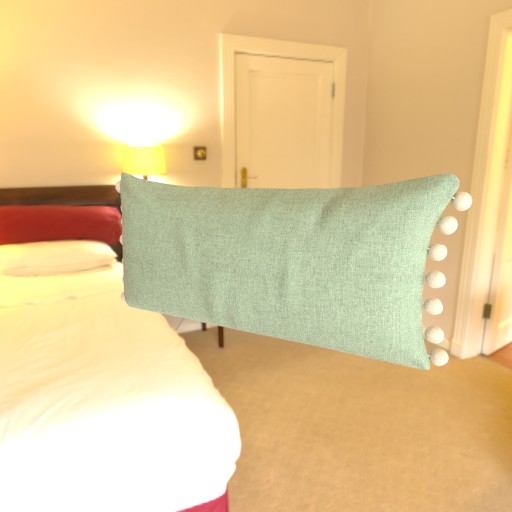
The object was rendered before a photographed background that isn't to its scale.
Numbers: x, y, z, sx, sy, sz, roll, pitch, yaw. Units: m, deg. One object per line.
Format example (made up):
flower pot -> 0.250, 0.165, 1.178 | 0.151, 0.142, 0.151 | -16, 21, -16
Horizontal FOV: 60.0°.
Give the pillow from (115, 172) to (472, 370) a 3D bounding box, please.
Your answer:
pillow -> 0.000, 0.000, 0.834 | 0.709, 0.322, 0.201 | 7, 16, 26
